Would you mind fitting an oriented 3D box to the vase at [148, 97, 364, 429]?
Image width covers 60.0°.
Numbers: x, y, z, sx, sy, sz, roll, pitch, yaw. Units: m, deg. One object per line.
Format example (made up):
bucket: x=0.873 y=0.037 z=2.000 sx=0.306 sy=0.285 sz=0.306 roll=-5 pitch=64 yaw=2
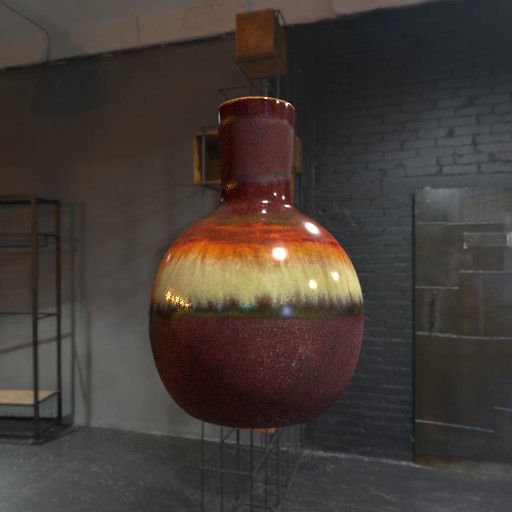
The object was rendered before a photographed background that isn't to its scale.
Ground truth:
vase: x=0.000 y=0.000 z=0.234 sx=0.111 sy=0.154 sz=0.111 roll=0 pitch=0 yaw=0
